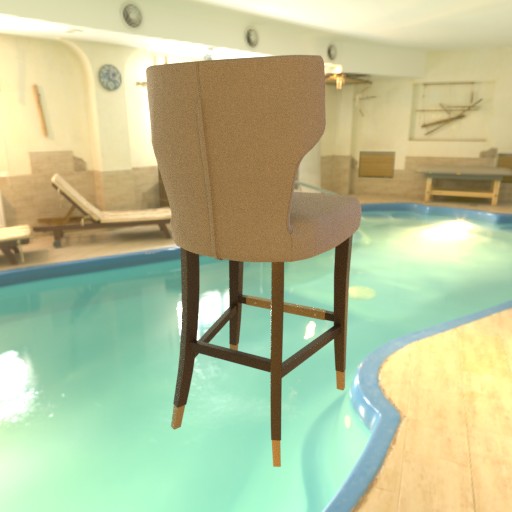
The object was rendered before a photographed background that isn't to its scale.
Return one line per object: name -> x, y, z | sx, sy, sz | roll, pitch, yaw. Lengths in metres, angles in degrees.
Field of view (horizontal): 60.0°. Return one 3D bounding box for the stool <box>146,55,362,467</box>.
stool -> 0.000, 0.000, 1.391 | 0.526, 1.092, 0.563 | 8, 18, 26
